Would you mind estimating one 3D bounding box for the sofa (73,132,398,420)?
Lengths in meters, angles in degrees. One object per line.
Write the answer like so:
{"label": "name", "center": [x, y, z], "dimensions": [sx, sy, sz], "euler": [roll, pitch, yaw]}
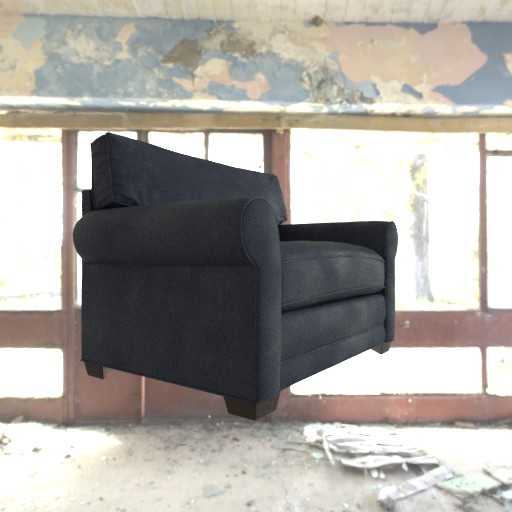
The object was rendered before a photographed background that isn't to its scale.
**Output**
{"label": "sofa", "center": [0.000, 0.000, 2.093], "dimensions": [0.938, 1.004, 1.405], "euler": [0, 0, 36]}
